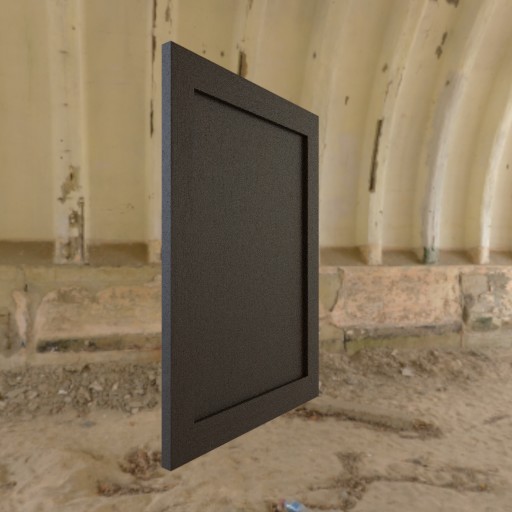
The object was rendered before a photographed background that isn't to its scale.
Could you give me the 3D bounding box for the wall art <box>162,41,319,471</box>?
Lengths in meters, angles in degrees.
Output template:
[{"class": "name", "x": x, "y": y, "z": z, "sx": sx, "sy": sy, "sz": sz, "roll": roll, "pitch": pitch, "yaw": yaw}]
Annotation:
[{"class": "wall art", "x": 0.000, "y": 0.000, "z": 0.676, "sx": 0.017, "sy": 0.513, "sz": 0.359, "roll": 0, "pitch": 0, "yaw": 37}]
